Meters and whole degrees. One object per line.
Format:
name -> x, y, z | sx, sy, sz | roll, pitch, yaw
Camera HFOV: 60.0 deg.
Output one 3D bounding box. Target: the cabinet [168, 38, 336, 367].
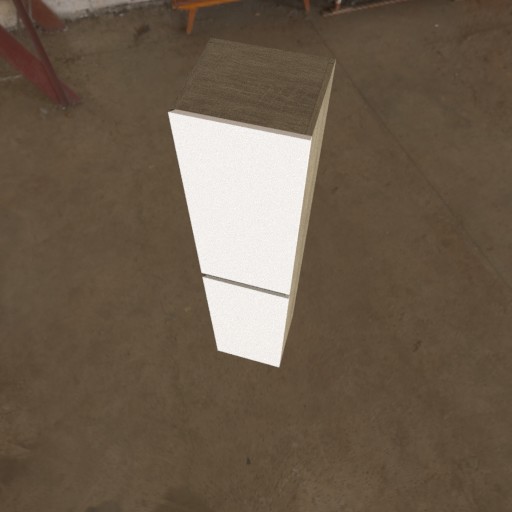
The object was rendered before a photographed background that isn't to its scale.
cabinet -> 0.000, 0.000, 1.550 | 0.300, 1.400, 0.270 | 14, 59, 8
